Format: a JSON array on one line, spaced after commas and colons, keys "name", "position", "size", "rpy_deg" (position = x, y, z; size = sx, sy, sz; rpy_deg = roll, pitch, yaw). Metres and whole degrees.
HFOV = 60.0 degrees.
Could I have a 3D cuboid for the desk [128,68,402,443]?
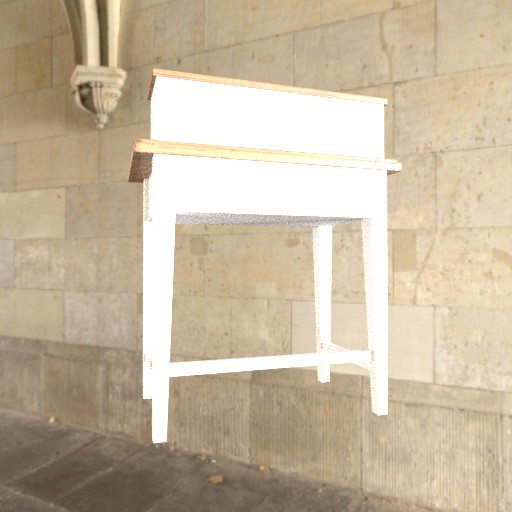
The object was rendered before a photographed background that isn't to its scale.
[{"name": "desk", "position": [0.000, 0.000, 1.485], "size": [0.814, 0.981, 0.462], "rpy_deg": [0, -1, -18]}]
